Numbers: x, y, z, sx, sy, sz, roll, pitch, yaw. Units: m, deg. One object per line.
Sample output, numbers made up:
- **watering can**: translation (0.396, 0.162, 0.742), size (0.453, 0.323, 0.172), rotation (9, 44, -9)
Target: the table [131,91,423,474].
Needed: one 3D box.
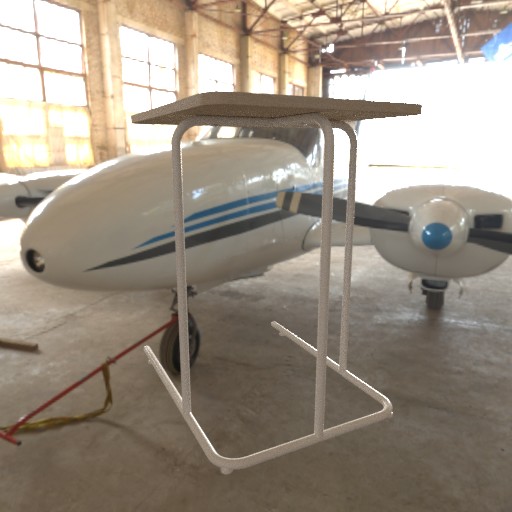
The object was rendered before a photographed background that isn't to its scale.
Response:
- **table**: translation (0.000, 0.000, 0.883), size (0.370, 0.550, 0.480), rotation (-7, 15, -26)
